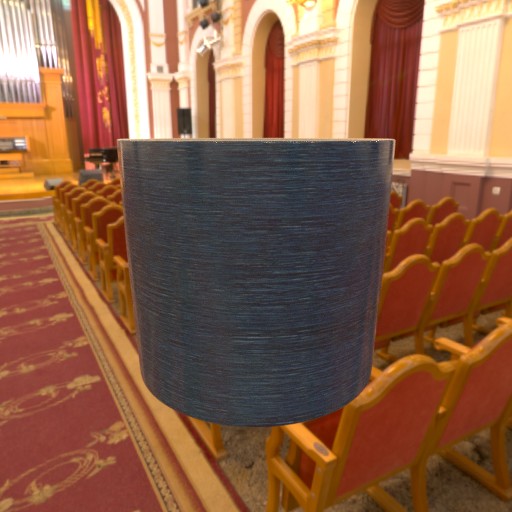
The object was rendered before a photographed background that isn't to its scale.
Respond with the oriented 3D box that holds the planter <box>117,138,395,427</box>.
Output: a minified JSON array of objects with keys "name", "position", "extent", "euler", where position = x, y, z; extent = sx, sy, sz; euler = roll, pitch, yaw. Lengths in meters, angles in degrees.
[{"name":"planter","position":[0.000,0.000,0.394],"extent":[0.221,0.201,0.221],"euler":[0,15,0]}]
